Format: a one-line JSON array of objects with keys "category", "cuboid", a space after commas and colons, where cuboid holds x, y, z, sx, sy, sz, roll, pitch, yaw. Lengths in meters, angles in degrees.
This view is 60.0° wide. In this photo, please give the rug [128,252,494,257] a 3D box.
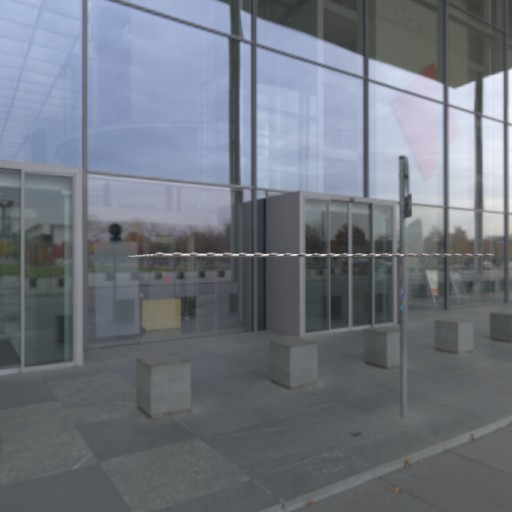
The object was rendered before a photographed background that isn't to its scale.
[{"category": "rug", "cuboid": [0.000, 0.000, 2.978, 1.563, 0.014, 2.425, 0, 0, -18]}]
